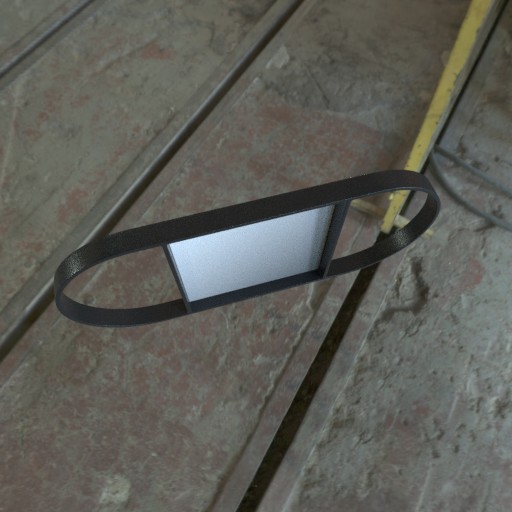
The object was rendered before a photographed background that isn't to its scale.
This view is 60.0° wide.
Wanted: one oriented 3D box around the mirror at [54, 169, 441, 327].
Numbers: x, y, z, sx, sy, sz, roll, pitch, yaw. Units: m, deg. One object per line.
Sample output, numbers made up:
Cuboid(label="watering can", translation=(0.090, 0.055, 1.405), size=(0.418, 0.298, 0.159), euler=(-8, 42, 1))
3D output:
Cuboid(label="mirror", translation=(0.000, 0.000, 0.676), size=(0.584, 0.254, 0.032), euler=(-14, 63, -7))
